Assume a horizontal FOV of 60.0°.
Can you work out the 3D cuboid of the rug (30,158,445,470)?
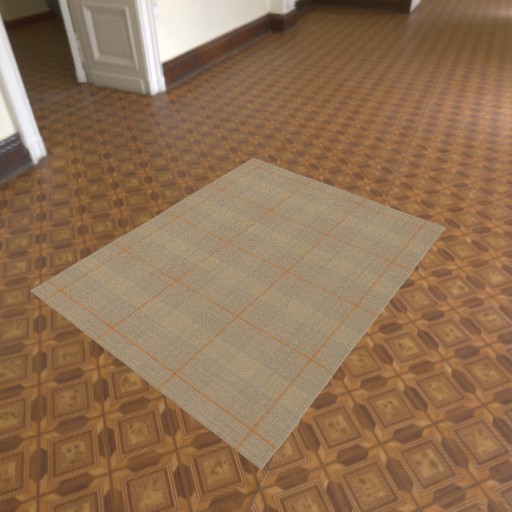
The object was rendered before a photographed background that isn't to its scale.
[{"bbox_3d":[0.000,0.000,4.075,2.448,0.021,3.051,26,46,28],"label":"rug"}]
